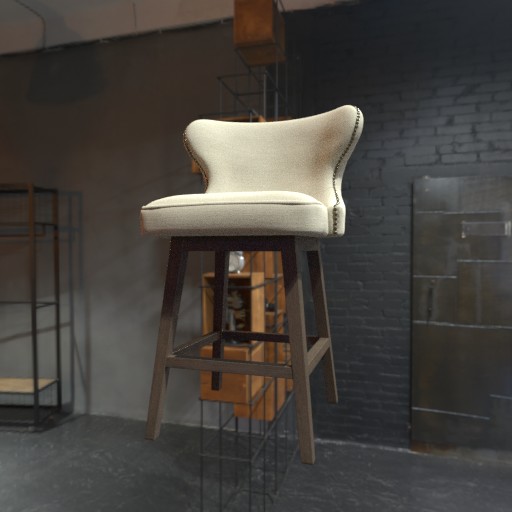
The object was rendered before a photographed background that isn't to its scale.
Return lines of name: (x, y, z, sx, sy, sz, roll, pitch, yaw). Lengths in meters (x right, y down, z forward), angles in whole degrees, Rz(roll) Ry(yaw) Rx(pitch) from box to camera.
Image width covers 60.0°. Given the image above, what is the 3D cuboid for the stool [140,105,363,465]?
stool: (0.000, 0.000, 1.353, 0.615, 0.972, 0.597, 0, 1, 18)
